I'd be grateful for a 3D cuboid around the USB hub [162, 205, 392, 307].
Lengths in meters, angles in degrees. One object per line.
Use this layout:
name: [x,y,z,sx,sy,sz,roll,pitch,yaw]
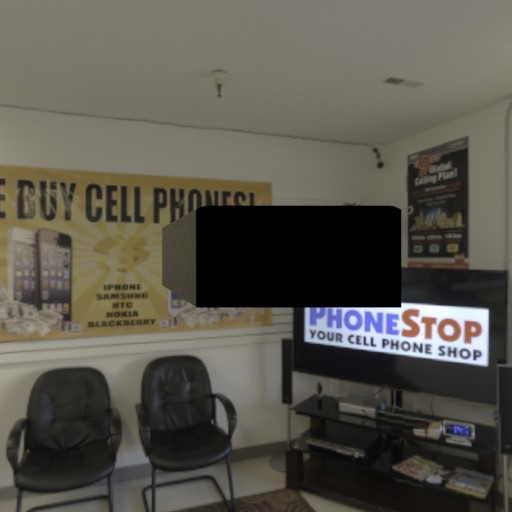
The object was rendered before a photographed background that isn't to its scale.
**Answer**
USB hub: [0.000,0.000,0.130,0.044,0.023,0.110,0,0,-18]
